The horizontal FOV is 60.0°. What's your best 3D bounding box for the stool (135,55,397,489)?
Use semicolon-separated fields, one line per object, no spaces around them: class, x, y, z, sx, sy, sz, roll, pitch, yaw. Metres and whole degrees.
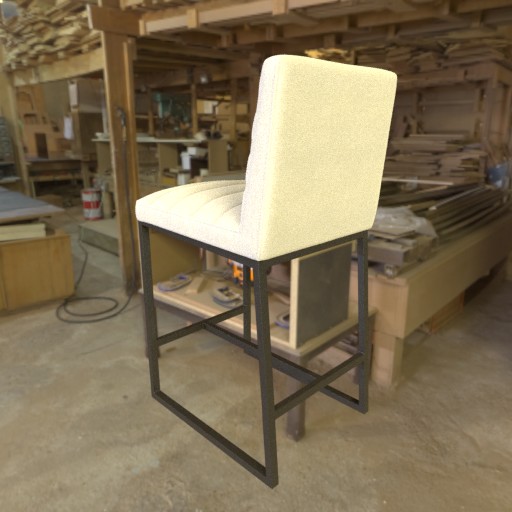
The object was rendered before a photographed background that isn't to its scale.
stool;0.000;0.000;1.264;0.459;0.971;0.567;-16;23;-42
